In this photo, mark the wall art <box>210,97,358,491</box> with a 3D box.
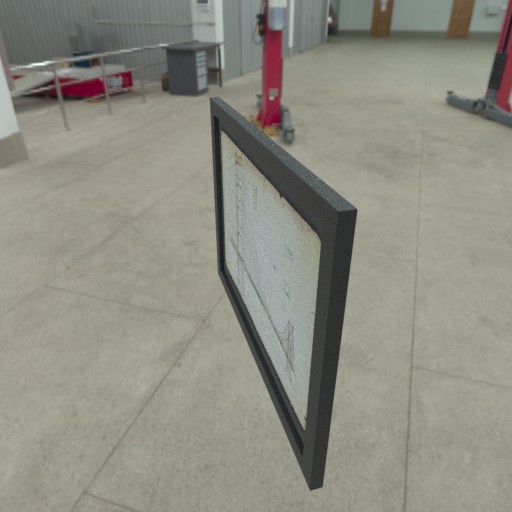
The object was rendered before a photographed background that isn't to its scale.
[{"bbox_3d":[0.000,0.000,0.552,0.016,0.306,0.432,-8,31,-14],"label":"wall art"}]
